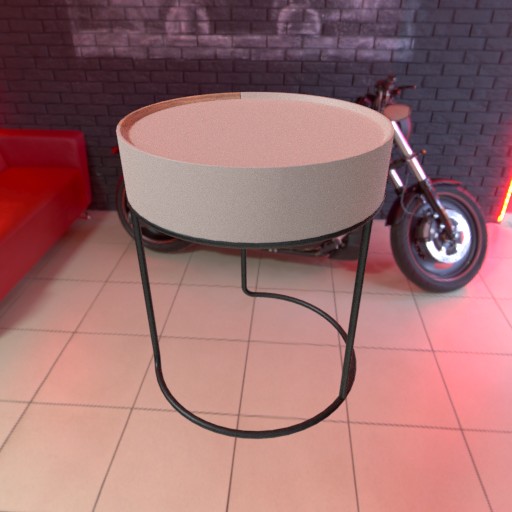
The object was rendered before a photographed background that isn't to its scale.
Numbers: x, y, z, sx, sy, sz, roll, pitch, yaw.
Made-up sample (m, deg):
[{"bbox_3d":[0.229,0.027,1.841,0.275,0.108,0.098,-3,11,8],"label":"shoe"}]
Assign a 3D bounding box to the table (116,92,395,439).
[{"bbox_3d":[0.000,0.000,0.875,0.450,0.530,0.450,0,32,0],"label":"table"}]
